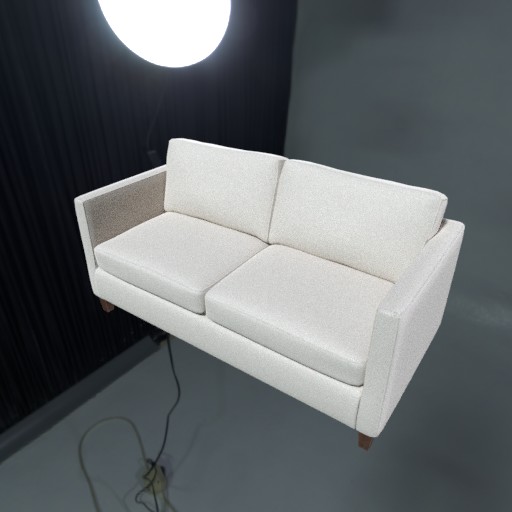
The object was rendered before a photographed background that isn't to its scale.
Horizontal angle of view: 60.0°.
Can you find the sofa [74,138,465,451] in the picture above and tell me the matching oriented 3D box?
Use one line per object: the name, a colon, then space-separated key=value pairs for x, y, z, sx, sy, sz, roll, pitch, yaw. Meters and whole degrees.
sofa: x=0.000 y=0.000 z=2.230 sx=1.722 sy=0.888 sz=0.873 roll=19 pitch=35 yaw=30
